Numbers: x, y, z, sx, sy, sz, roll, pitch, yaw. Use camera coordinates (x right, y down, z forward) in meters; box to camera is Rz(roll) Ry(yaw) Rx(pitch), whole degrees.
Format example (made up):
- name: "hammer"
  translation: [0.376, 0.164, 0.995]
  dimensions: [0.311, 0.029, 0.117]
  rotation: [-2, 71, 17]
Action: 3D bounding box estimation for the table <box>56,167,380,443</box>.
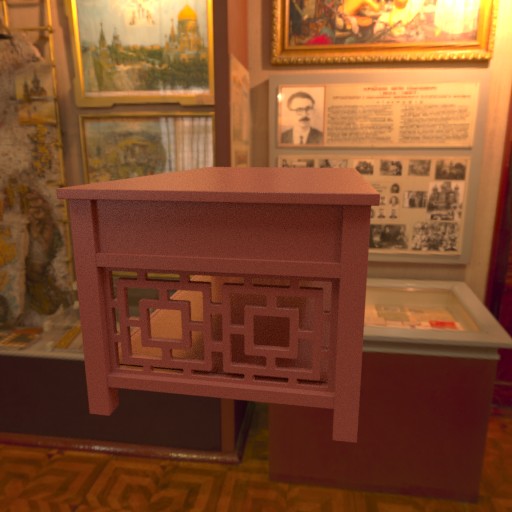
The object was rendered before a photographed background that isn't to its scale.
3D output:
- name: "table"
  translation: [0.000, 0.000, 1.364]
  dimensions: [0.612, 0.493, 1.068]
  rotation: [2, 14, 10]
